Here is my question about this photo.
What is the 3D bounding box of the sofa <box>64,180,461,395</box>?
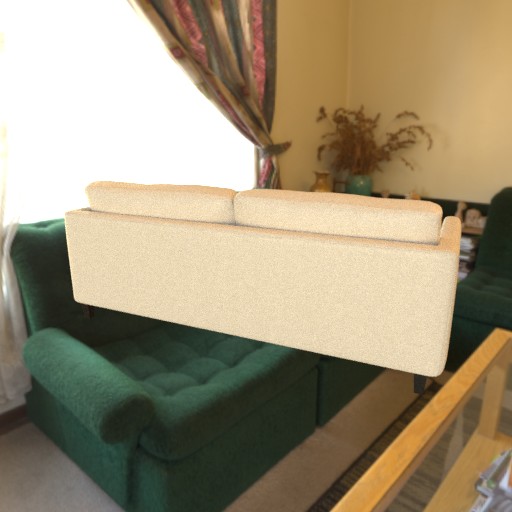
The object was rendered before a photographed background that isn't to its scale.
[{"bbox_3d":[0.000,0.000,2.937,2.434,0.965,0.948,7,17,24],"label":"sofa"}]
